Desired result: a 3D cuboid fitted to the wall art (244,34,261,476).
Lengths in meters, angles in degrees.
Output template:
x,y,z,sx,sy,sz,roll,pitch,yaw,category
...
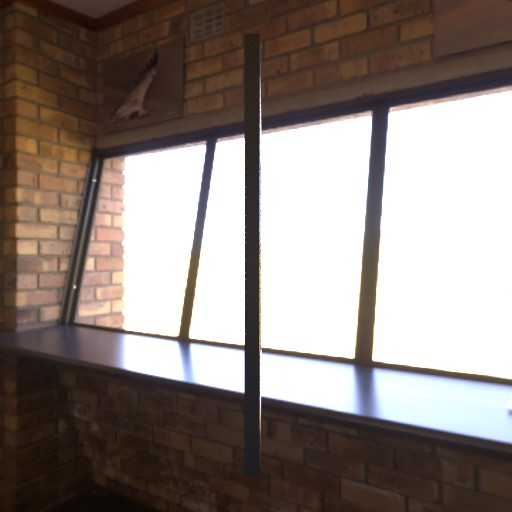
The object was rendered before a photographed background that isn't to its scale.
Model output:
x,y,z,sx,sy,sz,roll,pitch,yaw,category
0.000,0.000,0.523,0.012,0.332,0.383,0,0,1,wall art
